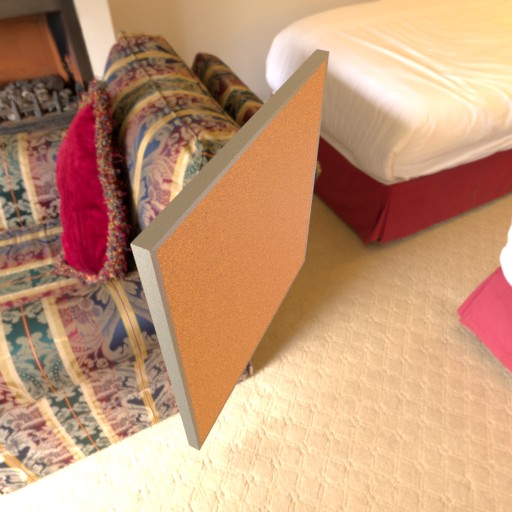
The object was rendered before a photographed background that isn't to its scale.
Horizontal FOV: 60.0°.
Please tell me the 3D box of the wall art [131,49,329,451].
[{"bbox_3d":[0.000,0.000,1.209,0.038,0.807,0.809,19,49,17],"label":"wall art"}]
